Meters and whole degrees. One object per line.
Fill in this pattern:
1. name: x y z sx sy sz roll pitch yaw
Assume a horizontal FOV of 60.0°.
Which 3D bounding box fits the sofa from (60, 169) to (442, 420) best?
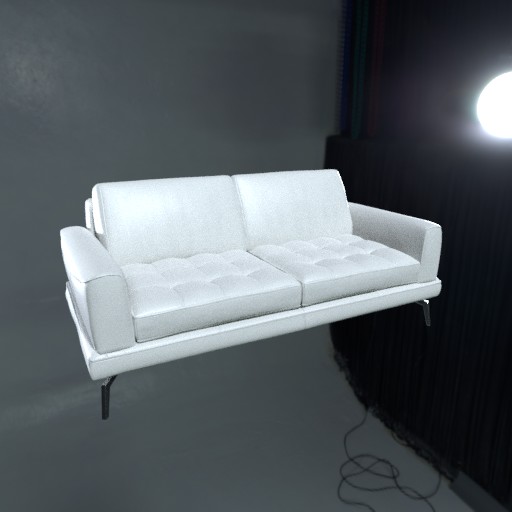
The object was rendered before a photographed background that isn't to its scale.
1. sofa: 0.000 0.000 2.757 2.177 0.930 1.121 -9 19 -26
